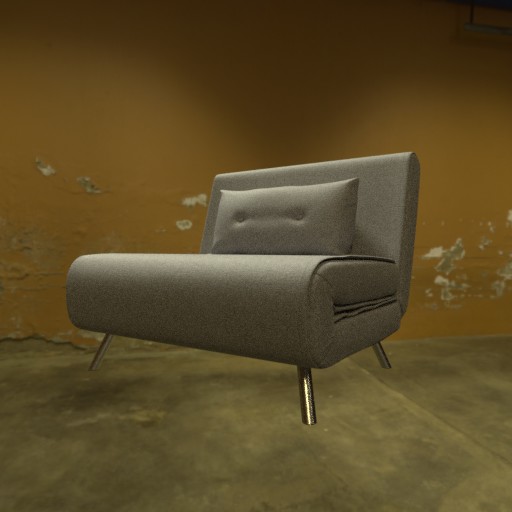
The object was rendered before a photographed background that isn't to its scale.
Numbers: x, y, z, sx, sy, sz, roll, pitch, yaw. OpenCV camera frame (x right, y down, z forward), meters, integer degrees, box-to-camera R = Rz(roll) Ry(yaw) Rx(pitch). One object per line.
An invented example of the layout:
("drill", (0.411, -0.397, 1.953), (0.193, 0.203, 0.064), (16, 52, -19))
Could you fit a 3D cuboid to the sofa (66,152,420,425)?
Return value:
("sofa", (0.000, 0.000, 1.709), (1.020, 0.825, 1.000), (1, 1, 34))
